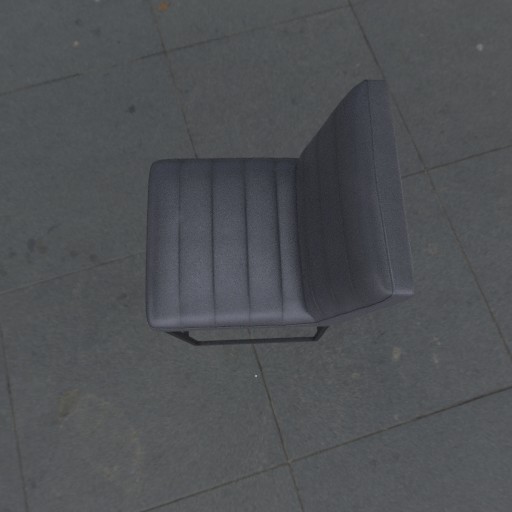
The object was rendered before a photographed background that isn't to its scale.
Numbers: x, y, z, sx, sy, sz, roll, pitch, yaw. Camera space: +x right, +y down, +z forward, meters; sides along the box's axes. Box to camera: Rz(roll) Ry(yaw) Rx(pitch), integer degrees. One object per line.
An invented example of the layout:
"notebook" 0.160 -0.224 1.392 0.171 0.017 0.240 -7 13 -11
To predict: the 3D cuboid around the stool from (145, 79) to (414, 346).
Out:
"stool" 0.000 0.000 1.312 0.552 1.040 0.457 -2 75 -1
